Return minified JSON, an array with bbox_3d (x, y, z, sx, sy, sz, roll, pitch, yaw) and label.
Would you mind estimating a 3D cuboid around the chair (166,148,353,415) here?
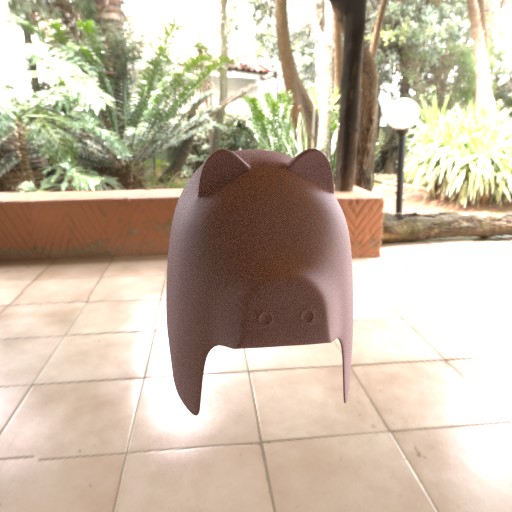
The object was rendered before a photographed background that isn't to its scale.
[{"bbox_3d":[0.000,0.000,0.867,0.364,0.423,0.619,-2,17,-7],"label":"chair"}]
